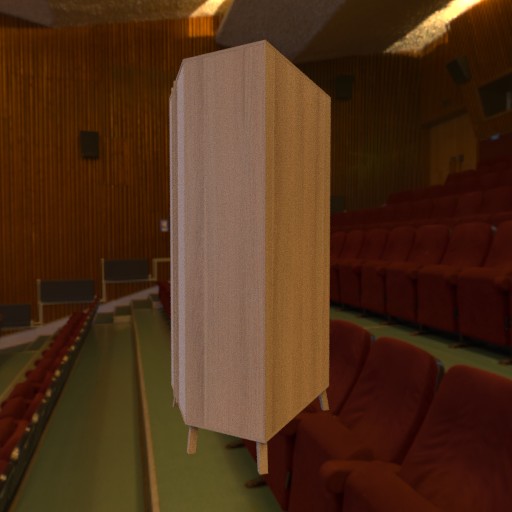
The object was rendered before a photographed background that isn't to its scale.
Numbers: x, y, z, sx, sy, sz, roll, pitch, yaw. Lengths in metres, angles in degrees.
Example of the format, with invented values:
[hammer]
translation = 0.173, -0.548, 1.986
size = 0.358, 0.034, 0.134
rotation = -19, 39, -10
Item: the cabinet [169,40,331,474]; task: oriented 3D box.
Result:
[cabinet]
translation = 0.000, 0.000, 2.644
size = 0.969, 1.957, 1.272
rotation = -1, 2, -17
